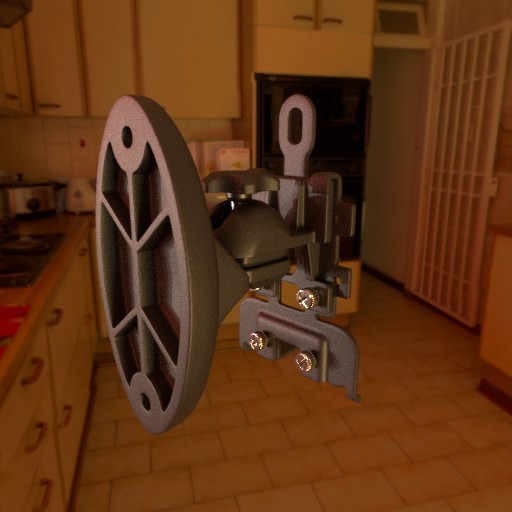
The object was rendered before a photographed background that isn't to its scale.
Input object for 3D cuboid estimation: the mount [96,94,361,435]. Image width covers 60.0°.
[{"bbox_3d":[0.000,0.000,0.167,0.100,0.118,0.066,-14,20,-43],"label":"mount"}]
